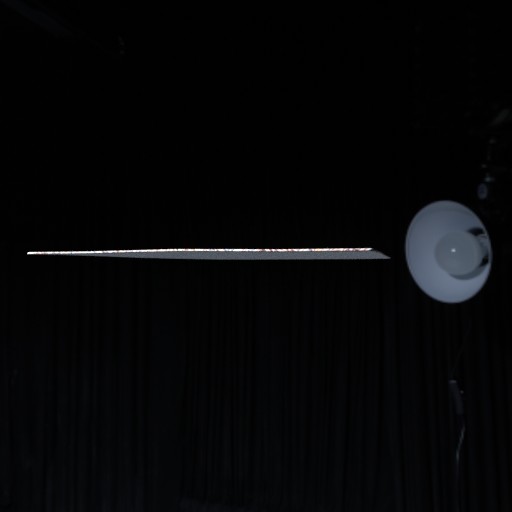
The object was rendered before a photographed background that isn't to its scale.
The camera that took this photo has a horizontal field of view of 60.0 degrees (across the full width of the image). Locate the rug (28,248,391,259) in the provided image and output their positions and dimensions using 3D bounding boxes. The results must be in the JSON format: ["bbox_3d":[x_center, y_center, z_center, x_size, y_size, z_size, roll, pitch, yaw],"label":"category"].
[{"bbox_3d":[0.000,0.000,4.317,2.436,0.024,3.226,0,-1,19],"label":"rug"}]
